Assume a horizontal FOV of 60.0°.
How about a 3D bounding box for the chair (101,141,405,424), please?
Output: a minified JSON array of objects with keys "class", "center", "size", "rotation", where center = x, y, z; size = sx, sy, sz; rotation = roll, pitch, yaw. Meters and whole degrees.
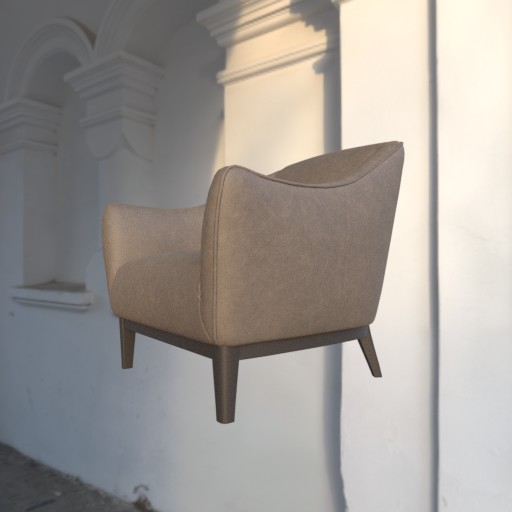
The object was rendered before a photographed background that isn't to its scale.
[{"class":"chair","center":[0.000,0.000,1.581],"size":[0.852,0.830,0.871],"rotation":[0,-1,-37]}]
